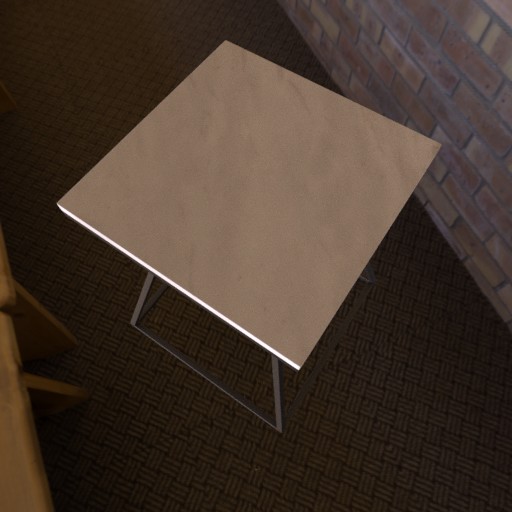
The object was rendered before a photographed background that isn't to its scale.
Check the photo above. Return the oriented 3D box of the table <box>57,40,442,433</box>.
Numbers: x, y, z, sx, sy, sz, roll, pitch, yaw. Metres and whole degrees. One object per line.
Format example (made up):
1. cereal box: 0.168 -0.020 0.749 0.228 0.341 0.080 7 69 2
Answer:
1. table: 0.000 0.000 0.898 0.455 0.559 0.455 32 68 14
